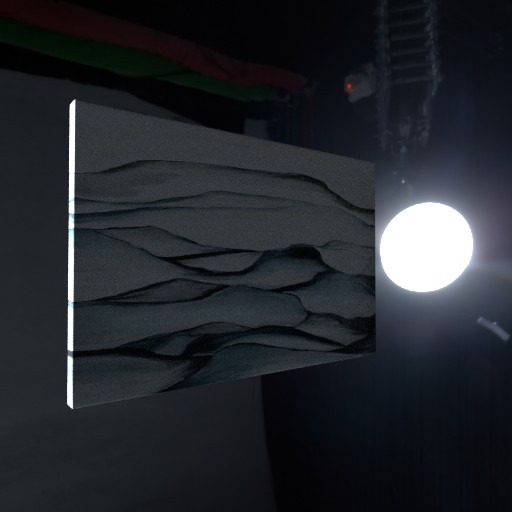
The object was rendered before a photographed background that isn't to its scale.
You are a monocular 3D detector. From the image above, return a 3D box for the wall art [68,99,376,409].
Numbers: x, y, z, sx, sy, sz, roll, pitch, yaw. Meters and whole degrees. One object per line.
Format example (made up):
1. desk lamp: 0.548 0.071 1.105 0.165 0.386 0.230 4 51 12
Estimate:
1. wall art: 0.000 0.000 1.153 0.914 0.609 0.039 1 -1 -36
